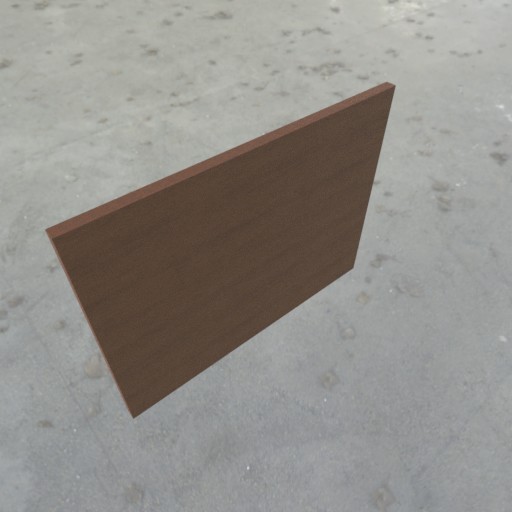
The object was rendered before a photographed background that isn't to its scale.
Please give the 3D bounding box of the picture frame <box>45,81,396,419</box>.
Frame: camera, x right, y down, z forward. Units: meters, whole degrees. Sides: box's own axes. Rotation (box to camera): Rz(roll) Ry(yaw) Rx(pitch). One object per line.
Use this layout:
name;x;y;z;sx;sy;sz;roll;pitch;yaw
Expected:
picture frame;0.000;0.000;1.754;1.329;1.018;0.045;-30;53;-26
